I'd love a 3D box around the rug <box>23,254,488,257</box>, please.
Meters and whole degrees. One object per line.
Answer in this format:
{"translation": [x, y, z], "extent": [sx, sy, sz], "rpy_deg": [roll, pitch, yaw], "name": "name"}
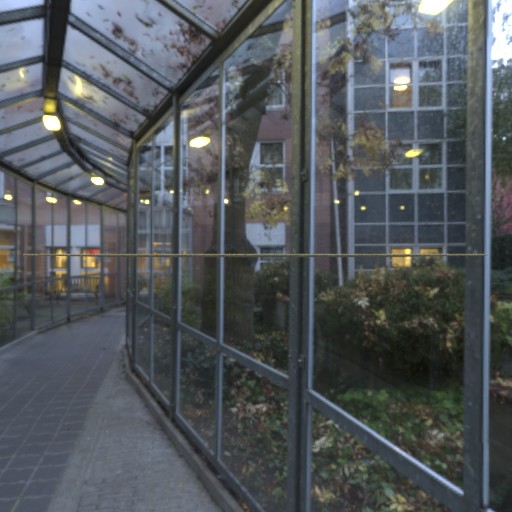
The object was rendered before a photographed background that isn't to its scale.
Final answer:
{"translation": [0.000, 0.000, 2.940], "extent": [2.286, 0.006, 1.524], "rpy_deg": [0, 0, 1], "name": "rug"}
